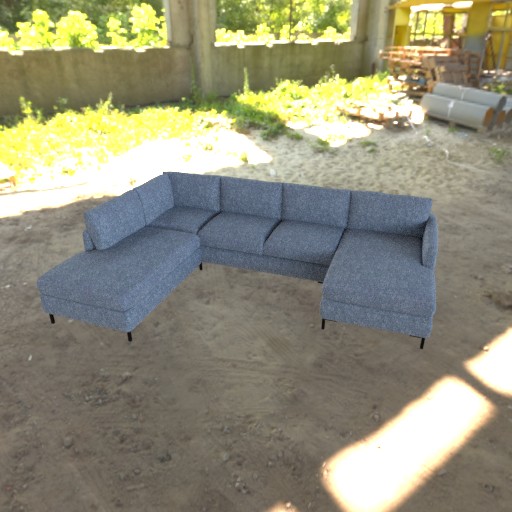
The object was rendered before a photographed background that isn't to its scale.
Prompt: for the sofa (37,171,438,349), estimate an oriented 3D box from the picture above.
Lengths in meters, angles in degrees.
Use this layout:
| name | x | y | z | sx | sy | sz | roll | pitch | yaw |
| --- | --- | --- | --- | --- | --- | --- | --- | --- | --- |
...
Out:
| name | x | y | z | sx | sy | sz | roll | pitch | yaw |
| --- | --- | --- | --- | --- | --- | --- | --- | --- | --- |
| sofa | 0.000 | 0.000 | 3.563 | 2.737 | 0.756 | 1.879 | 9 | 28 | 17 |
